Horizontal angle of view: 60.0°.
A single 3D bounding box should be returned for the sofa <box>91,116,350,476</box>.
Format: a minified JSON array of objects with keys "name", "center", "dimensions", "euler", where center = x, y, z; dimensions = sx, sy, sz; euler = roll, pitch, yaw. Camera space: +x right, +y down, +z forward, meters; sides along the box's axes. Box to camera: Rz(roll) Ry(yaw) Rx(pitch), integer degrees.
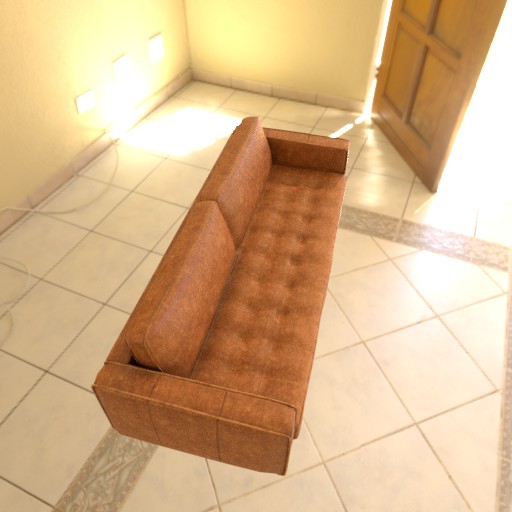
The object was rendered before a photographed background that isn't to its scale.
[{"name":"sofa","center":[0.000,0.000,2.617],"dimensions":[0.886,0.779,2.199],"euler":[10,47,10]}]
